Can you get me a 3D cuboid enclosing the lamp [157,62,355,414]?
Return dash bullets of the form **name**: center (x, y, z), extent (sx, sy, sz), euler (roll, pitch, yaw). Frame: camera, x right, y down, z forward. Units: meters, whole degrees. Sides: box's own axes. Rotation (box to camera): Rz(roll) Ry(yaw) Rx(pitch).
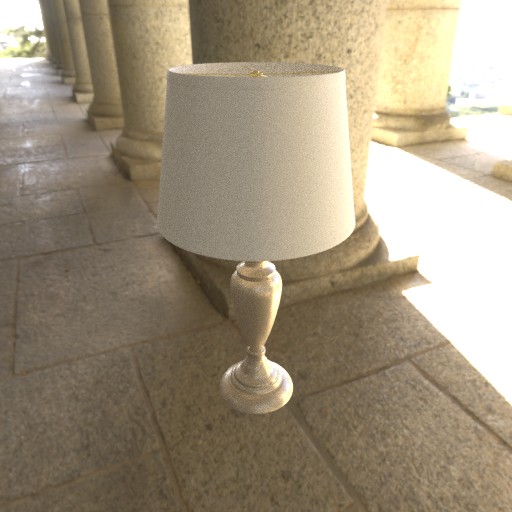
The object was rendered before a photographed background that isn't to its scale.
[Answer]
- **lamp**: center (0.000, 0.000, 0.783), extent (0.328, 0.612, 0.328), euler (0, 27, 0)
